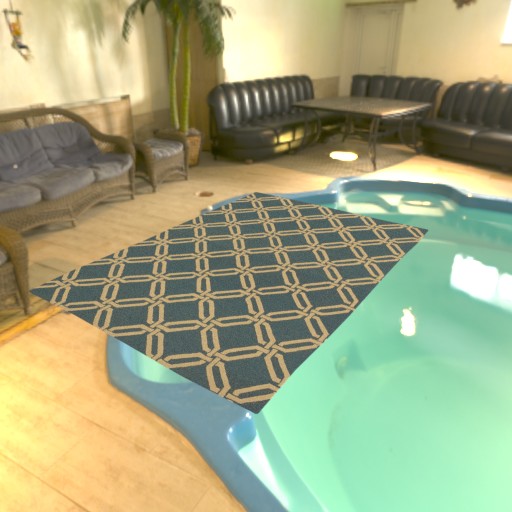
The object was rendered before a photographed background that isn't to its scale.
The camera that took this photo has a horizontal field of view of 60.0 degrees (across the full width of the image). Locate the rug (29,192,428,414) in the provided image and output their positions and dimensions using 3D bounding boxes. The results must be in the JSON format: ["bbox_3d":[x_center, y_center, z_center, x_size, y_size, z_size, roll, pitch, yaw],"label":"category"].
[{"bbox_3d":[0.000,0.000,2.769,1.524,0.013,2.135,17,31,31],"label":"rug"}]
